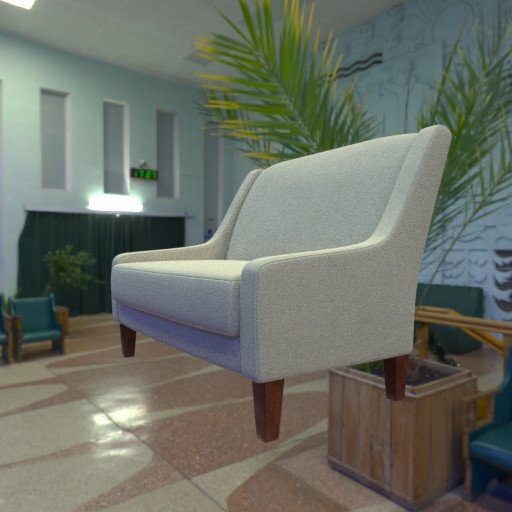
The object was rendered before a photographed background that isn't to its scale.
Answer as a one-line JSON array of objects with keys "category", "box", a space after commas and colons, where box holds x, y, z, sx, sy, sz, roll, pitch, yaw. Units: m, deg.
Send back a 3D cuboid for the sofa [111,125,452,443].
[{"category": "sofa", "box": [0.000, 0.000, 1.868, 0.946, 0.976, 1.212, -1, 1, -35]}]
